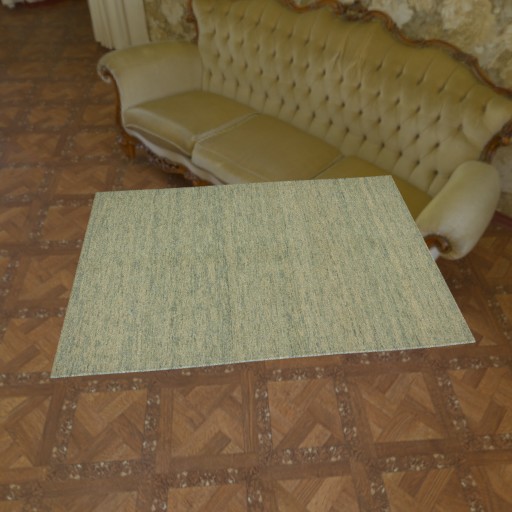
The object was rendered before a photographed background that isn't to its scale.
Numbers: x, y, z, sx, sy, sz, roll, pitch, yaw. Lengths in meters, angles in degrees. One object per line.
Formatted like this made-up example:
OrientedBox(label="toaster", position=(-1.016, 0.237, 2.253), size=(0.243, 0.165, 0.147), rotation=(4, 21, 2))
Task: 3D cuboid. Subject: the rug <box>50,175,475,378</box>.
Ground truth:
OrientedBox(label="rug", position=(0.000, 0.000, 2.891), size=(2.283, 0.013, 1.547), rotation=(-4, 46, -4))
